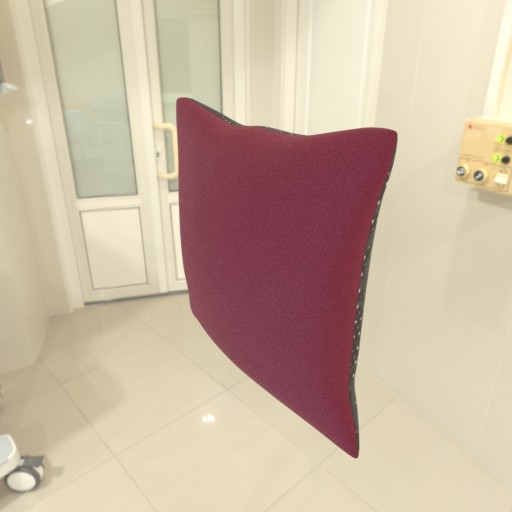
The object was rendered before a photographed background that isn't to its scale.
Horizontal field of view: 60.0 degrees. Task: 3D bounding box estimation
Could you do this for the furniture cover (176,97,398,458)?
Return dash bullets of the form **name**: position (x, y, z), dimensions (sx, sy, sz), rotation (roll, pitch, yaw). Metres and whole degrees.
- **furniture cover**: position (0.000, 0.000, 0.802), dimensions (0.193, 0.509, 0.552), rotation (-16, 29, -32)
